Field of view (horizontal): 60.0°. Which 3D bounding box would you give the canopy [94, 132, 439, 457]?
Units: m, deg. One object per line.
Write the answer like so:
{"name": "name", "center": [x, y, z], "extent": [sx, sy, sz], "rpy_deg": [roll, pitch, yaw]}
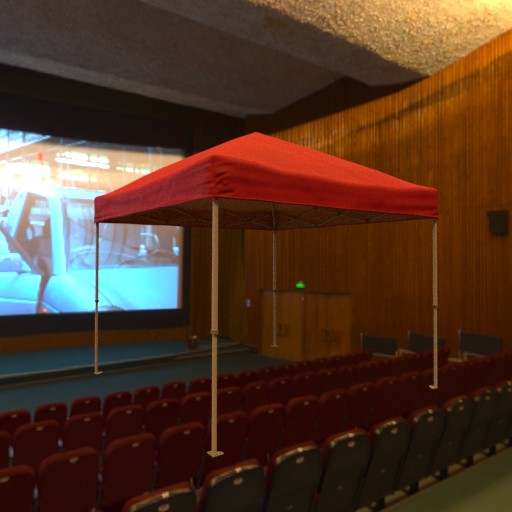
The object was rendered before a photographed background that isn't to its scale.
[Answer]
{"name": "canopy", "center": [0.000, 0.000, 5.360], "extent": [2.996, 2.997, 2.998], "rpy_deg": [0, 0, -36]}
